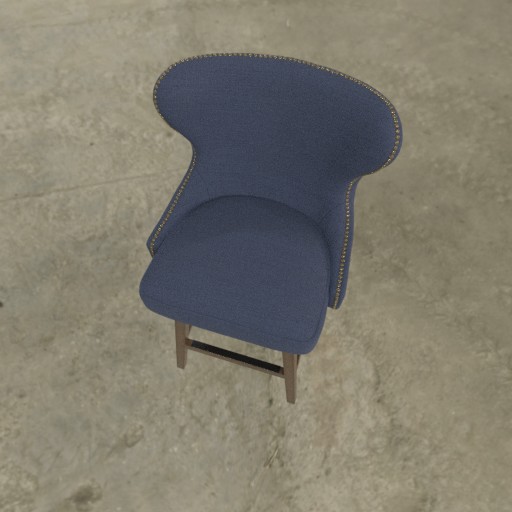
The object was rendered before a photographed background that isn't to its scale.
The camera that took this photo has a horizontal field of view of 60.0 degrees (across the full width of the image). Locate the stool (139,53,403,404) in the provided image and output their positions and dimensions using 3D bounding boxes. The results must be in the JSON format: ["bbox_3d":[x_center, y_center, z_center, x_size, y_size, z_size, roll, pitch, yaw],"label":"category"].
[{"bbox_3d":[0.000,0.000,1.347,0.615,0.972,0.597,15,59,9],"label":"stool"}]
